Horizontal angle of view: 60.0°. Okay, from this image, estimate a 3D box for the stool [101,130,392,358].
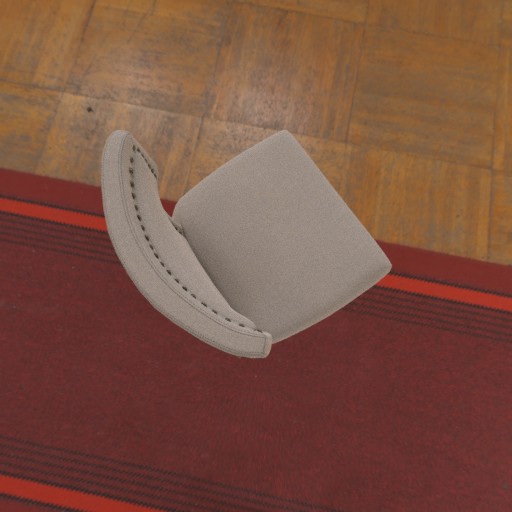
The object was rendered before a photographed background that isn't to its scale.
[{"bbox_3d":[0.000,0.000,1.294,0.563,0.982,0.527,-33,77,-8],"label":"stool"}]
